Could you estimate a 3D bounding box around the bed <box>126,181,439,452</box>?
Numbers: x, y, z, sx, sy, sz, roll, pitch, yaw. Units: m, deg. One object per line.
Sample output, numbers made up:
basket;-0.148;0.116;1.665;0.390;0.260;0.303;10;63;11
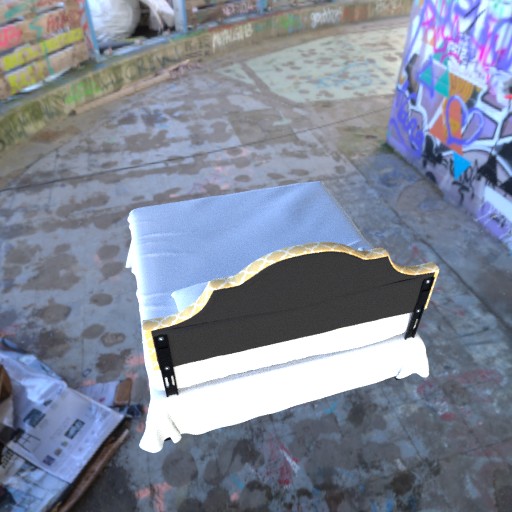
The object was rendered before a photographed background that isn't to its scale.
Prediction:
bed;0.000;0.000;3.744;2.314;1.601;2.222;-10;40;-12
